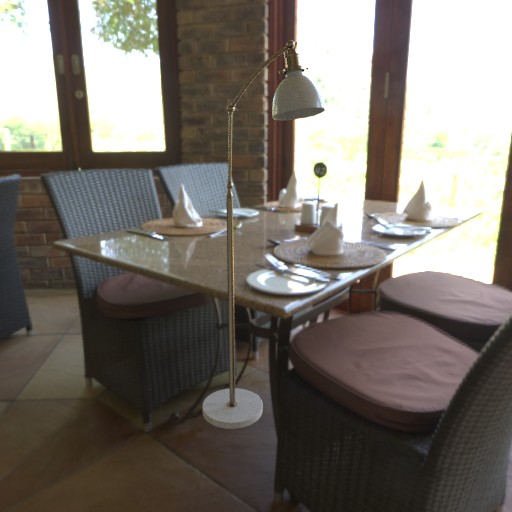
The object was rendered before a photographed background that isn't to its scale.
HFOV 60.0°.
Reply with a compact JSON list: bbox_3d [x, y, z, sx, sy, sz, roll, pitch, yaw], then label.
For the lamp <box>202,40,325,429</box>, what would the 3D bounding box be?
[{"bbox_3d":[0.000,0.000,1.828,0.599,1.586,0.288,14,20,42],"label":"lamp"}]
